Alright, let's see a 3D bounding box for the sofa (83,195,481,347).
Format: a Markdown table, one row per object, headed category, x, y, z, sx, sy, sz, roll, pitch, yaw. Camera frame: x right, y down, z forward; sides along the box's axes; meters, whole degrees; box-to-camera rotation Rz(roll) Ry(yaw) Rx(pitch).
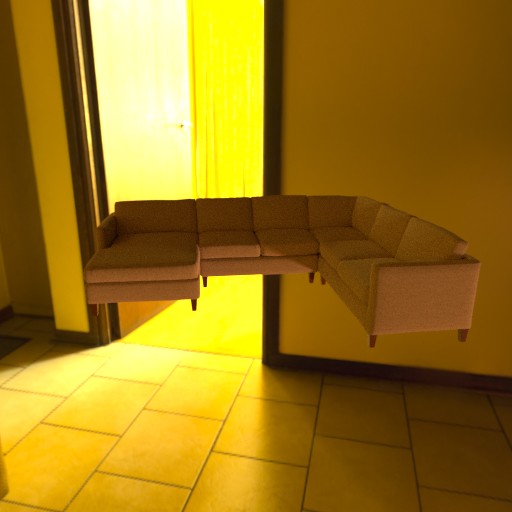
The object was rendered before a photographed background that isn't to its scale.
| category | x | y | z | sx | sy | sz | roll | pitch | yaw |
| --- | --- | --- | --- | --- | --- | --- | --- | --- | --- |
| sofa | 0.000 | 0.000 | 4.715 | 3.460 | 0.961 | 2.594 | -2 | 17 | -7 |
